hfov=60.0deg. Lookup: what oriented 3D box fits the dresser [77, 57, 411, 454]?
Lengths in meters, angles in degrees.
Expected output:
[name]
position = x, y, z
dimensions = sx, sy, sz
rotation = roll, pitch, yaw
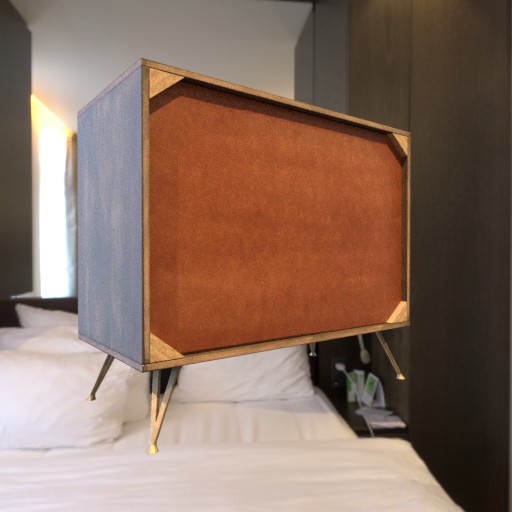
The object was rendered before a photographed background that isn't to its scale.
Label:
[dresser]
position = 0.000, 0.000, 1.348
dimensions = 0.923, 0.801, 0.453
rotation = 0, 1, -37
